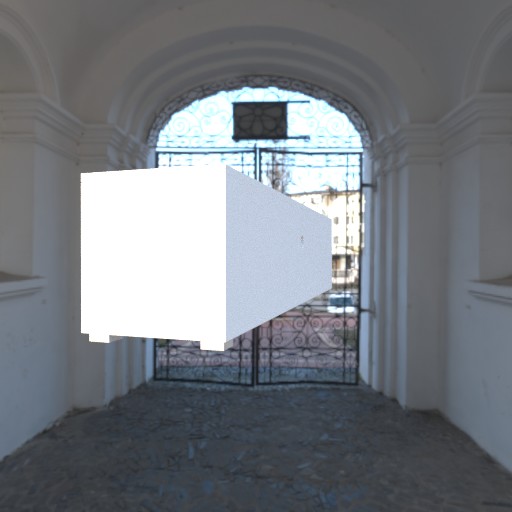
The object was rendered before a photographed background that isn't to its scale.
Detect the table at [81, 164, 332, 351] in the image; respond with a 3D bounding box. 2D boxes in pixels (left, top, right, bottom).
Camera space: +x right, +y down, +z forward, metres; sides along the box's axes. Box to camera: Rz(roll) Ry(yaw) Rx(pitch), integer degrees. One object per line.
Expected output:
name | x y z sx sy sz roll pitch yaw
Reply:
table | 0.000 0.000 1.837 0.390 0.420 1.650 0 0 18
